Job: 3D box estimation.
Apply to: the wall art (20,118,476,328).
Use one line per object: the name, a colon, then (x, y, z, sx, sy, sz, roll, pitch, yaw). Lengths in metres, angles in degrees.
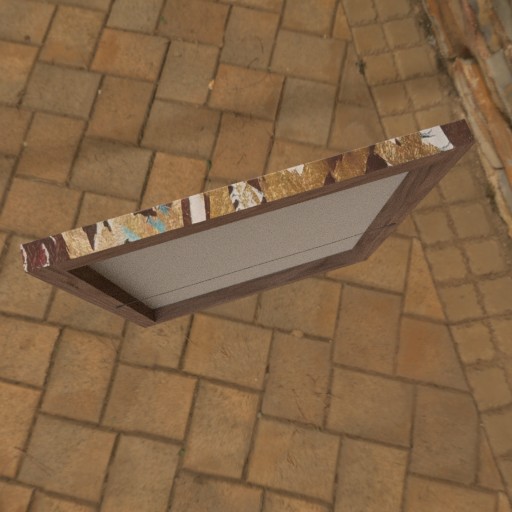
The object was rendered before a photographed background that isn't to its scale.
wall art: (0.000, 0.000, 0.871, 0.609, 0.613, 0.041, -17, 75, -5)
